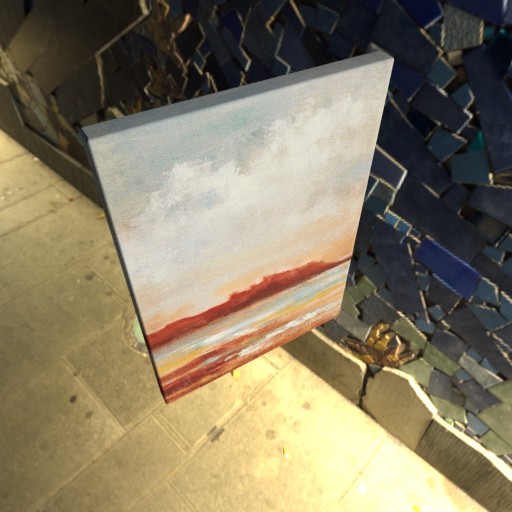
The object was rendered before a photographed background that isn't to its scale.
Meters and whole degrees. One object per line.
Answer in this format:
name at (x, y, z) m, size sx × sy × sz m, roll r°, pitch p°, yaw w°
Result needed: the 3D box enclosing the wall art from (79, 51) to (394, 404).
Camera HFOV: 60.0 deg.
wall art at (0.000, 0.000, 0.778) m, size 0.443 × 0.605 × 0.035 m, roll -23°, pitch 49°, yaw -21°
